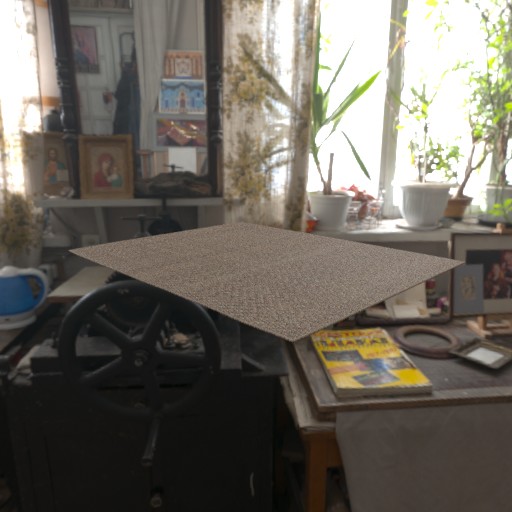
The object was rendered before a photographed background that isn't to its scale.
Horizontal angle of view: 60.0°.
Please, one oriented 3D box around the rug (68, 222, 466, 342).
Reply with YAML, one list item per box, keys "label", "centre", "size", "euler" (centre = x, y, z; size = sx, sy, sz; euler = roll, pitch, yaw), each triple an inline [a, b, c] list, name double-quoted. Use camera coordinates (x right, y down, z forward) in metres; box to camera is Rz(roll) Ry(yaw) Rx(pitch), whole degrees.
- label: "rug"
  centre: [0.000, 0.000, 4.290]
  size: [2.439, 0.013, 3.048]
  euler: [-14, 20, -43]
